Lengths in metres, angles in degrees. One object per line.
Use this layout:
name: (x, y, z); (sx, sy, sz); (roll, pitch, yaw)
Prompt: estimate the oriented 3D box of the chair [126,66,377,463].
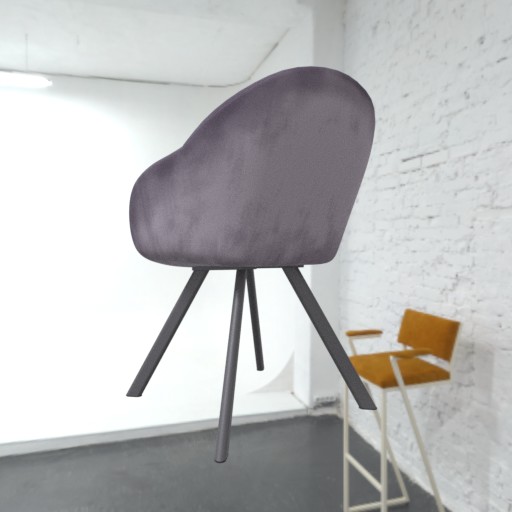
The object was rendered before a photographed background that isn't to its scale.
chair: (0.000, 0.000, 1.163); (0.550, 0.795, 0.590); (-1, 2, -37)
